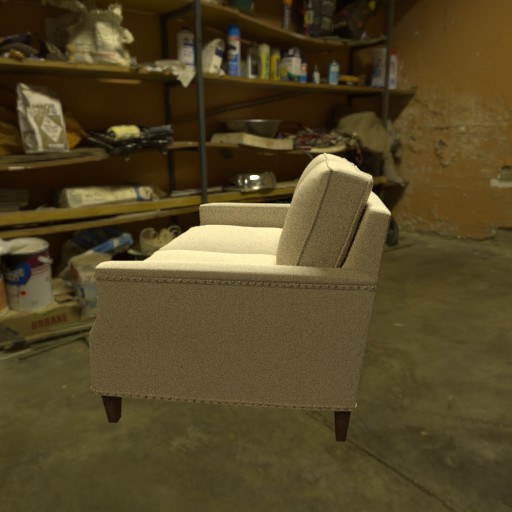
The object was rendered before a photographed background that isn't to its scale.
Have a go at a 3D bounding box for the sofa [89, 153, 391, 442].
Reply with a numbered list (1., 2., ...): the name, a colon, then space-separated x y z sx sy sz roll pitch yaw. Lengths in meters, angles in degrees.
1. sofa: 0.000 0.000 2.274 1.084 1.003 1.597 2 15 7
